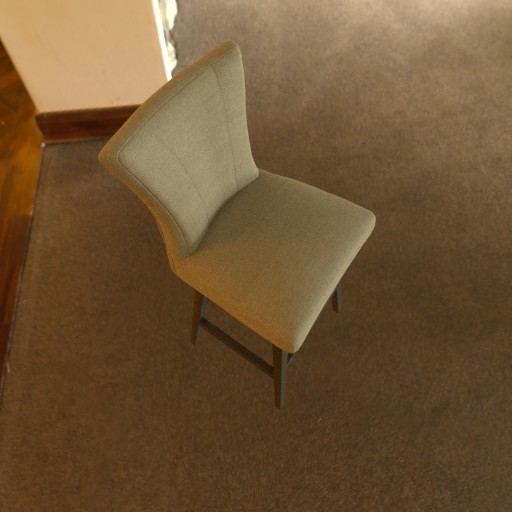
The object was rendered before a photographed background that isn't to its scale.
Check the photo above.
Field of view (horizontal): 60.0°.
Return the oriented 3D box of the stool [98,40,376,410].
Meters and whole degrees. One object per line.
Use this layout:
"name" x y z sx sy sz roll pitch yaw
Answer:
"stool" 0.000 0.000 1.447 0.574 1.086 0.514 29 63 17
